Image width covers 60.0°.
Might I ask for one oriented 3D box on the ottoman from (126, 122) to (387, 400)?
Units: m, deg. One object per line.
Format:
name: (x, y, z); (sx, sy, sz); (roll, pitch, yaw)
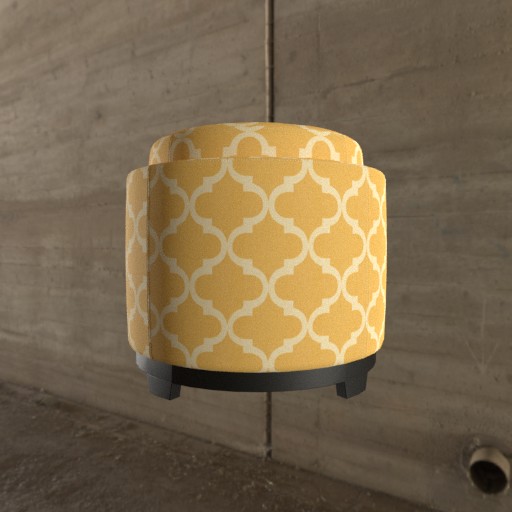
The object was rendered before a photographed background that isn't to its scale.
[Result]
ottoman: (0.000, 0.000, 0.849); (0.480, 0.429, 0.480); (0, 2, 0)
